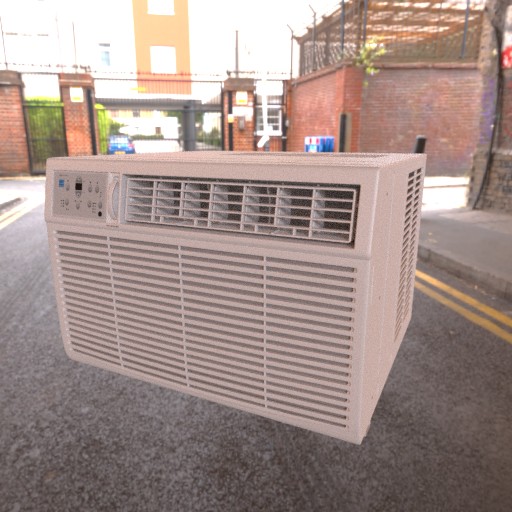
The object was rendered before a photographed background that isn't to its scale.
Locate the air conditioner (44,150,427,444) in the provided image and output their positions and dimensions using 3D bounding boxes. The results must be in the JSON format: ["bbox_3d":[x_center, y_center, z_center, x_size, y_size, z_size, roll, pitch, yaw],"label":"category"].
[{"bbox_3d":[0.000,0.000,1.026,0.645,0.455,0.599,7,16,25],"label":"air conditioner"}]
